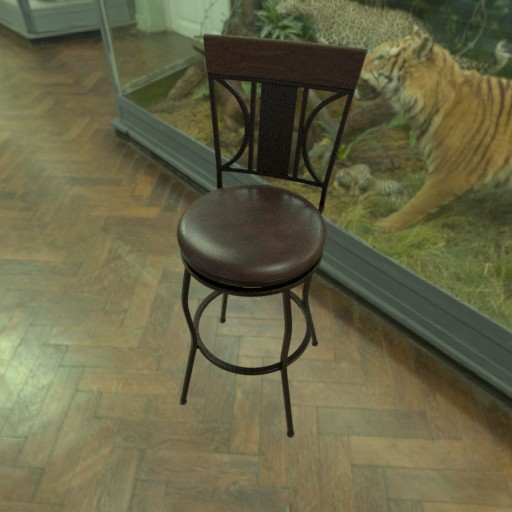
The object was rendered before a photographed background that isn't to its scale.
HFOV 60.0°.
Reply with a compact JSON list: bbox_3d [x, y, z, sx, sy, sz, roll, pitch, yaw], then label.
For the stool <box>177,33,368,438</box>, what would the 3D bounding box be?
[{"bbox_3d":[0.000,0.000,1.382,0.448,1.130,0.513,12,43,13],"label":"stool"}]
